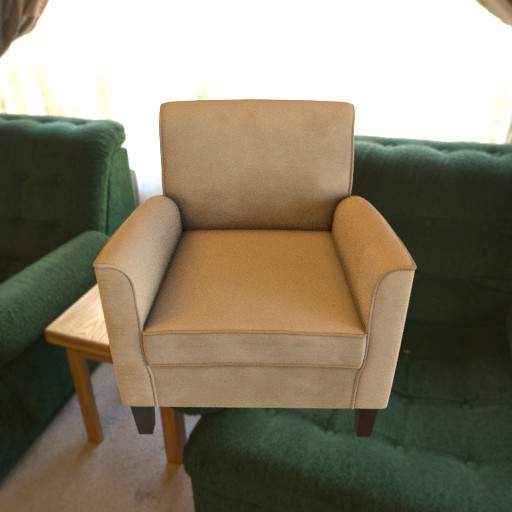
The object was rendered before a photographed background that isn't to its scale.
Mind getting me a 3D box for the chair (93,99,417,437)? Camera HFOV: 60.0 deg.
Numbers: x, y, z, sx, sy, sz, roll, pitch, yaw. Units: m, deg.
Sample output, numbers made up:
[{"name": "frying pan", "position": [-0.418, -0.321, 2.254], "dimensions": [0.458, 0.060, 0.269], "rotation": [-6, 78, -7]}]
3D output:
[{"name": "chair", "position": [0.000, 0.000, 1.536], "dimensions": [0.820, 0.915, 0.821], "rotation": [0, 29, 1]}]
